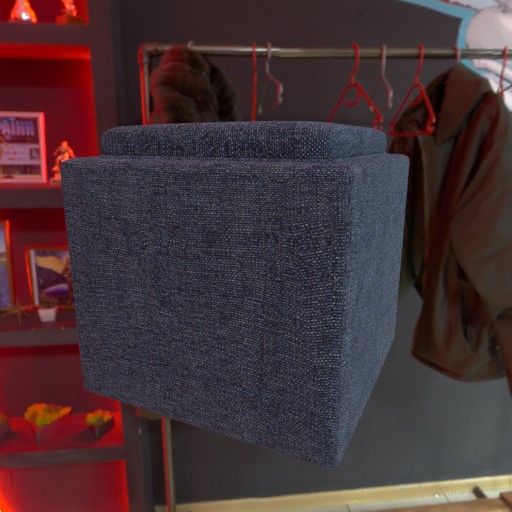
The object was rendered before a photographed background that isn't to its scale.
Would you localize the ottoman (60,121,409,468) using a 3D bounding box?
[{"bbox_3d":[0.000,0.000,0.801,0.450,0.460,0.450,7,16,25],"label":"ottoman"}]
